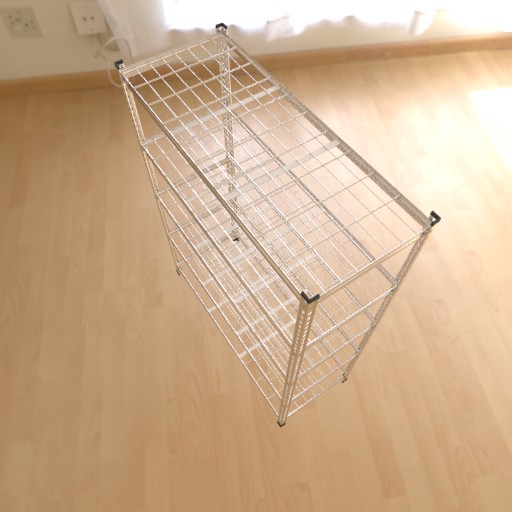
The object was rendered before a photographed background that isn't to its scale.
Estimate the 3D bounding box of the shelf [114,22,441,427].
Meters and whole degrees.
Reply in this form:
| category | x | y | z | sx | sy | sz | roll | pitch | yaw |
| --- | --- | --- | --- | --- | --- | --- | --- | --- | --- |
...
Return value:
| category | x | y | z | sx | sy | sz | roll | pitch | yaw |
| --- | --- | --- | --- | --- | --- | --- | --- | --- | --- |
| shelf | 0.000 | 0.000 | 2.695 | 0.610 | 1.981 | 1.524 | -30 | 62 | -17 |
